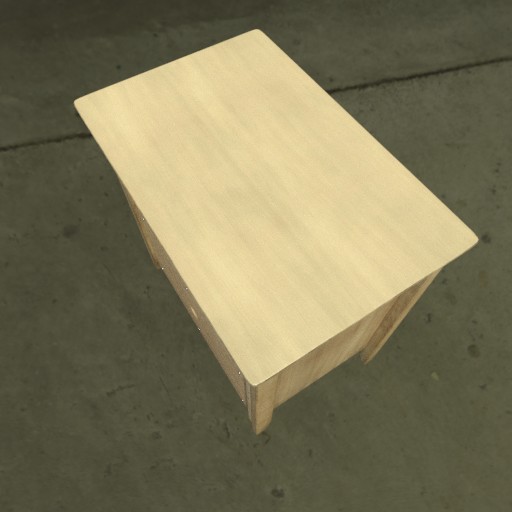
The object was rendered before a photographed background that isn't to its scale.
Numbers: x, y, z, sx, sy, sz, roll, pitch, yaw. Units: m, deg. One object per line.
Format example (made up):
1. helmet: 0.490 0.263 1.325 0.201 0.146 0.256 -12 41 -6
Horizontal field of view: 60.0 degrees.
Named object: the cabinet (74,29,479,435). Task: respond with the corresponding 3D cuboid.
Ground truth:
1. cabinet: 0.000 0.000 1.238 0.503 0.762 0.763 -29 64 -16
